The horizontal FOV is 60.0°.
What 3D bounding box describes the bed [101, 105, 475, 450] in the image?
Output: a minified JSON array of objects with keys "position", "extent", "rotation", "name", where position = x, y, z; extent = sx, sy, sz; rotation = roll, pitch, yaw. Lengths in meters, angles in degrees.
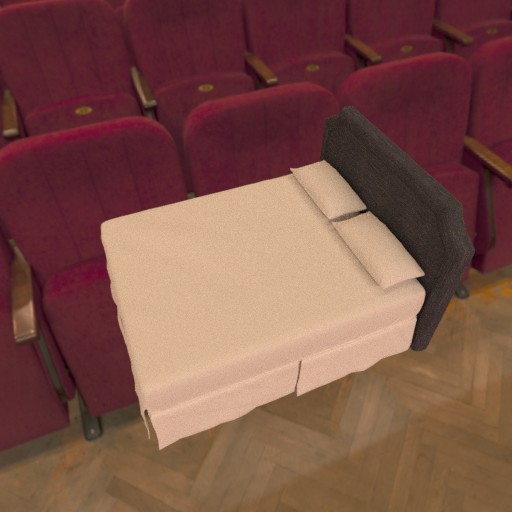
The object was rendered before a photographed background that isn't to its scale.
[{"position":[0.000,0.000,3.164],"extent":[2.116,1.290,1.693],"rotation":[-16,49,-15],"name":"bed"}]
